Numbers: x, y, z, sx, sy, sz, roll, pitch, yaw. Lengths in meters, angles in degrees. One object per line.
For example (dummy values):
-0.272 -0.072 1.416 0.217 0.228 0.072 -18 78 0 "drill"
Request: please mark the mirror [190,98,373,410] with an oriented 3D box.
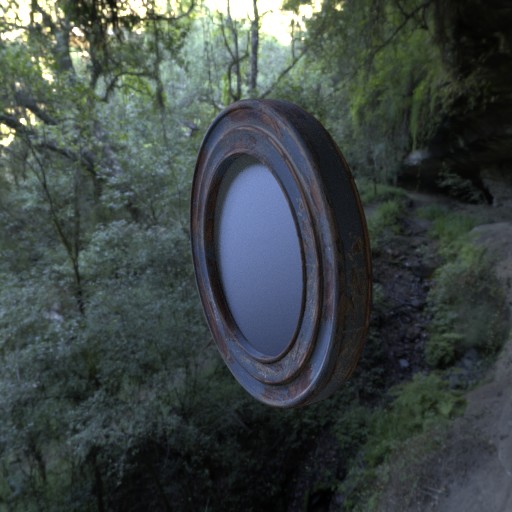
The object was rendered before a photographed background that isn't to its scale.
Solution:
0.000 0.000 0.873 0.061 0.585 0.585 -9 18 -28 "mirror"
